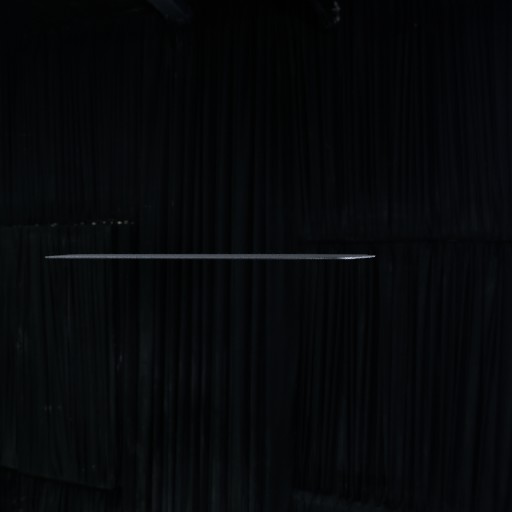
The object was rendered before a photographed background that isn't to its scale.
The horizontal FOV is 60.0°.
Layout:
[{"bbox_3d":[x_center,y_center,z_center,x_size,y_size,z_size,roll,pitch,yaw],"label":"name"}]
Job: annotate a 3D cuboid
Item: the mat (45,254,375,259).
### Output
[{"bbox_3d":[0.000,0.000,1.852,0.918,0.013,1.524,0,0,17],"label":"mat"}]
